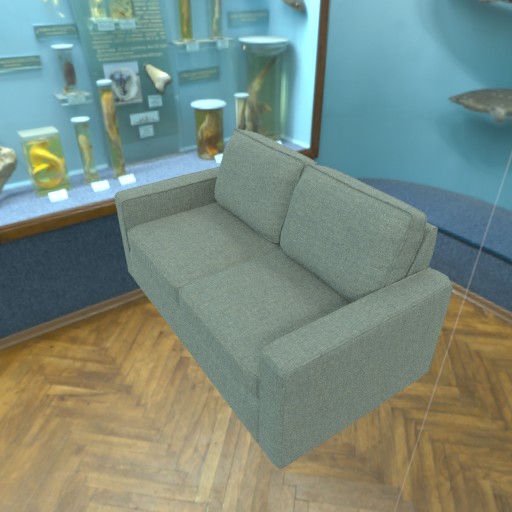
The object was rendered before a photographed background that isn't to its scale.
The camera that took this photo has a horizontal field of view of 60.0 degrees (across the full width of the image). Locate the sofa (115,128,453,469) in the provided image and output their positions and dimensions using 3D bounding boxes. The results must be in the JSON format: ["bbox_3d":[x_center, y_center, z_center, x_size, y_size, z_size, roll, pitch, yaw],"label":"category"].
[{"bbox_3d":[0.000,0.000,2.328,0.945,0.915,1.706,-20,38,-28],"label":"sofa"}]
